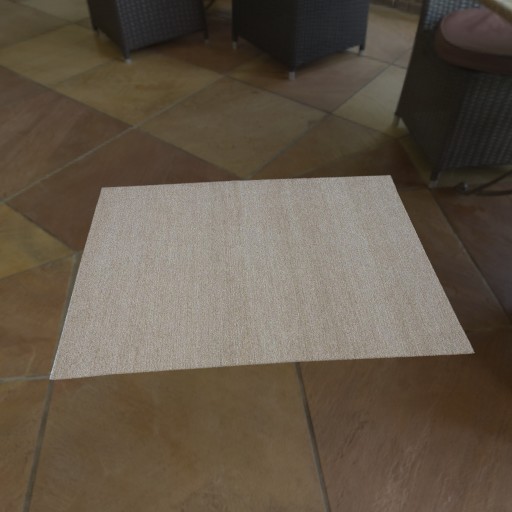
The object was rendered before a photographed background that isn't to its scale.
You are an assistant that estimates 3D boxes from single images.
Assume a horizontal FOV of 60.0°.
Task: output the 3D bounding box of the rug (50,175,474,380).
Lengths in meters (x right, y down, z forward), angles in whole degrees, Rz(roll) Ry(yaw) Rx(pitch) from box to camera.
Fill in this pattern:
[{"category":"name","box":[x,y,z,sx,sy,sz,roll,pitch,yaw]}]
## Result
[{"category":"rug","box":[0.000,0.000,3.665,2.869,0.038,2.032,-3,47,-3]}]
